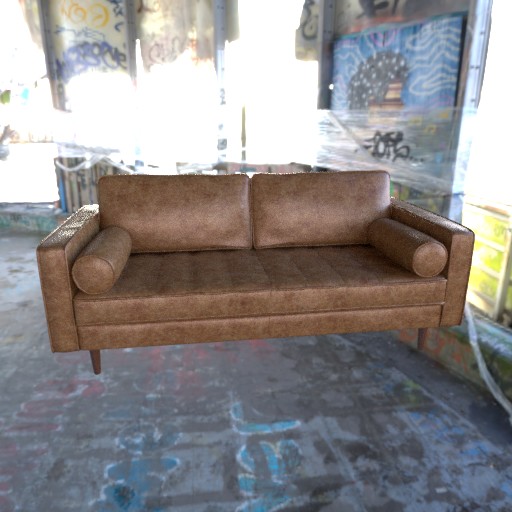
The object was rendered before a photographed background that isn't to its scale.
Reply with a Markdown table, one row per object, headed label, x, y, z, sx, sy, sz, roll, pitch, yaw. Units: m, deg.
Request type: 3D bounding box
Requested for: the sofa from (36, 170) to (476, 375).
| label | x | y | z | sx | sy | sz | roll | pitch | yaw |
| --- | --- | --- | --- | --- | --- | --- | --- | --- | --- |
| sofa | 0.000 | 0.000 | 2.354 | 1.920 | 0.825 | 0.924 | -2 | 17 | -8 |
